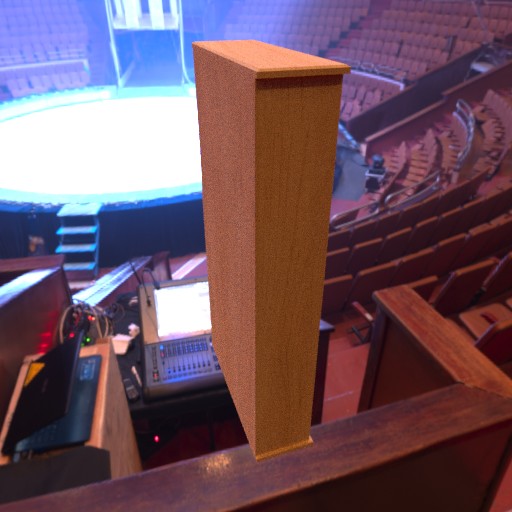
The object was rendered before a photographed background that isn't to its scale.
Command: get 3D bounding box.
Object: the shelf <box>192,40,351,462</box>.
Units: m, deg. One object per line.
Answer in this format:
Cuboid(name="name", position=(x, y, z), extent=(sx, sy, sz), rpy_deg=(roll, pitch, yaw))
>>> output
Cuboid(name="shelf", position=(0.000, 0.000, 1.220), extent=(0.175, 1.030, 0.520), rpy_deg=(-10, 32, -16))
